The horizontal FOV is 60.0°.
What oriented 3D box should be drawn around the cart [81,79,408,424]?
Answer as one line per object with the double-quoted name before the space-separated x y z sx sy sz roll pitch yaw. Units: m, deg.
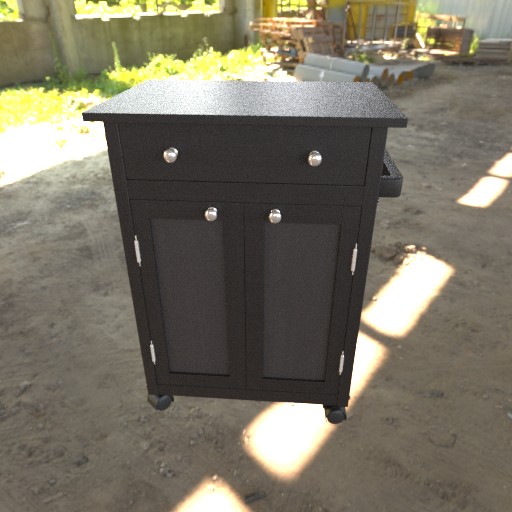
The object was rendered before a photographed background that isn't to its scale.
"cart" 0.000 0.000 1.270 0.660 0.879 0.456 2 30 4
